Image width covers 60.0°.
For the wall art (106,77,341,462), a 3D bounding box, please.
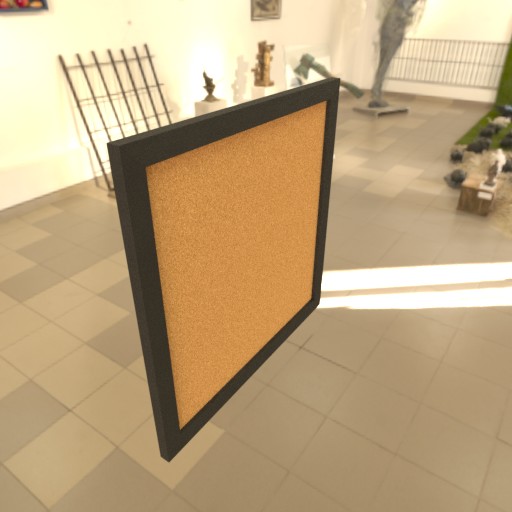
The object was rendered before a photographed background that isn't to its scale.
[{"bbox_3d":[0.000,0.000,1.513,0.038,1.016,1.016,20,36,30],"label":"wall art"}]
